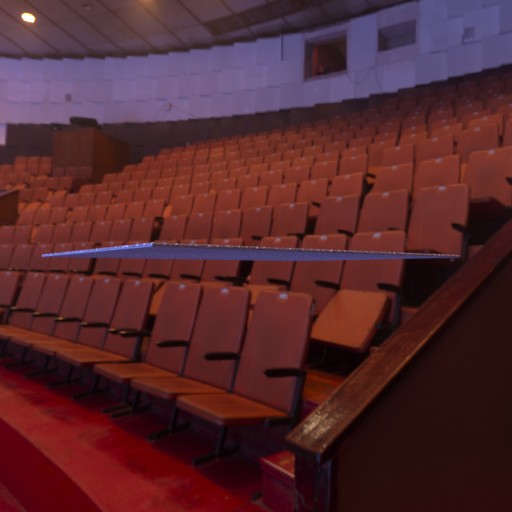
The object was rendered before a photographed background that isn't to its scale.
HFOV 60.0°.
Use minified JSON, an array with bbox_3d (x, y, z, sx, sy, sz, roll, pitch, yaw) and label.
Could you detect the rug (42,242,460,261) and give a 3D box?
[{"bbox_3d":[0.000,0.000,2.794,2.144,0.015,1.543,1,-2,-38],"label":"rug"}]
